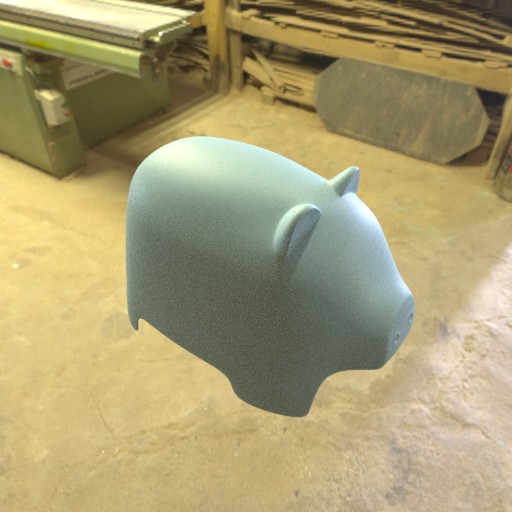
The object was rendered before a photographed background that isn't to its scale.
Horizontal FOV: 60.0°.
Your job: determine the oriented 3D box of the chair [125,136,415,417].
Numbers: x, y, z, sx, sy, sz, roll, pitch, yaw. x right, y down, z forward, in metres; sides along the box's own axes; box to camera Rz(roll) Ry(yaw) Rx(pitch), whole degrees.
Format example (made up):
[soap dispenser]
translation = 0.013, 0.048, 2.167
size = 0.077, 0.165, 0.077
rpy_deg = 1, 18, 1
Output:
[chair]
translation = 0.000, 0.000, 0.866
size = 0.619, 0.423, 0.364
rpy_deg = 27, 47, 28
